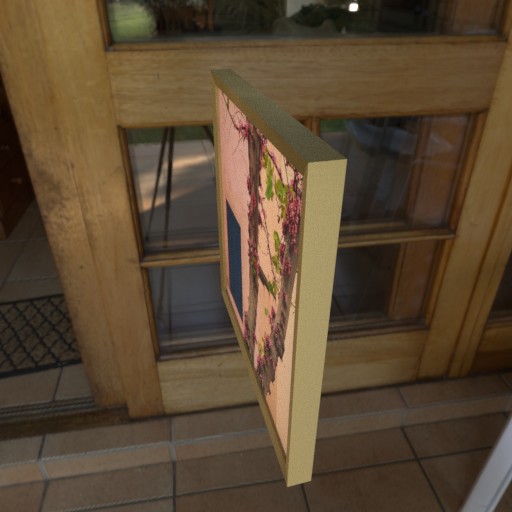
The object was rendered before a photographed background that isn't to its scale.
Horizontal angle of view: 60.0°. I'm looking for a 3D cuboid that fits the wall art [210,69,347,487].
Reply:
[{"bbox_3d":[0.000,0.000,0.745,0.038,0.508,0.507,-8,33,-13],"label":"wall art"}]
